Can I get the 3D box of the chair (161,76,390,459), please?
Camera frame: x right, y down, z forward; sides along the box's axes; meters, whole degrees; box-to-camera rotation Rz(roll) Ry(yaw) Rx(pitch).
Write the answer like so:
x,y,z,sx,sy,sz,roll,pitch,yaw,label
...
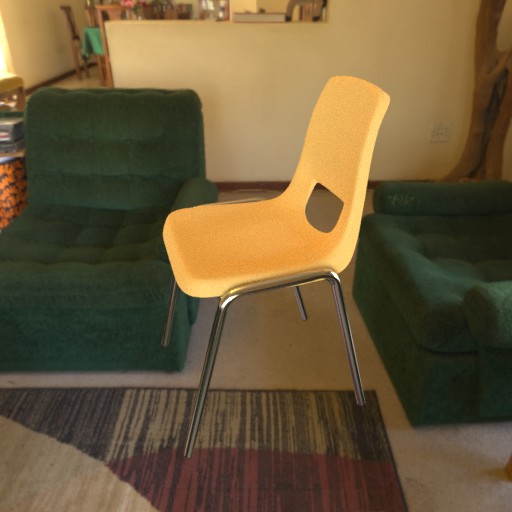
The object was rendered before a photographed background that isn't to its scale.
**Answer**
x,y,z,sx,sy,sz,roll,pitch,yaw,label
0.000,0.000,0.962,0.436,0.704,0.381,-9,32,-15,chair
